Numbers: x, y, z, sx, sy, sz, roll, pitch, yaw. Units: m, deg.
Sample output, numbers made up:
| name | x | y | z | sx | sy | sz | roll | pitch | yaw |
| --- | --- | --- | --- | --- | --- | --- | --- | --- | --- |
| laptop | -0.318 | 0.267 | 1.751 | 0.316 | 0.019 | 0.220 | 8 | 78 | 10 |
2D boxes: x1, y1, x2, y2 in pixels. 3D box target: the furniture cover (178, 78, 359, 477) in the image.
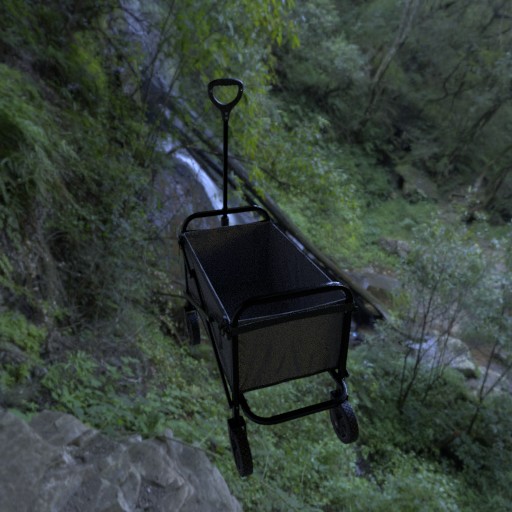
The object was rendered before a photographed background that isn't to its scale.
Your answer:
| name | x | y | z | sx | sy | sz | roll | pitch | yaw |
| --- | --- | --- | --- | --- | --- | --- | --- | --- | --- |
| furniture cover | 0.000 | 0.000 | 1.810 | 0.532 | 1.295 | 1.038 | -9 | 28 | -18 |
